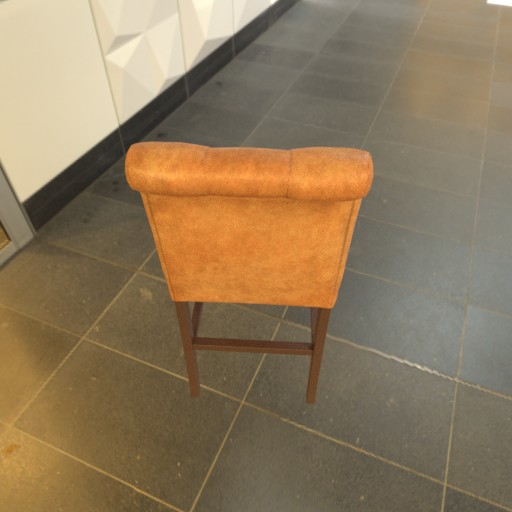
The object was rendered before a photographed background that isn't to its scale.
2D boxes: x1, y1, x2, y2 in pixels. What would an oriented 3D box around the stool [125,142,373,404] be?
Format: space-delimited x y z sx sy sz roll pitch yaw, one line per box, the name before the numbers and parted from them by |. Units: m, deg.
stool | 0.000 0.000 1.359 0.493 1.047 0.601 2 46 2
